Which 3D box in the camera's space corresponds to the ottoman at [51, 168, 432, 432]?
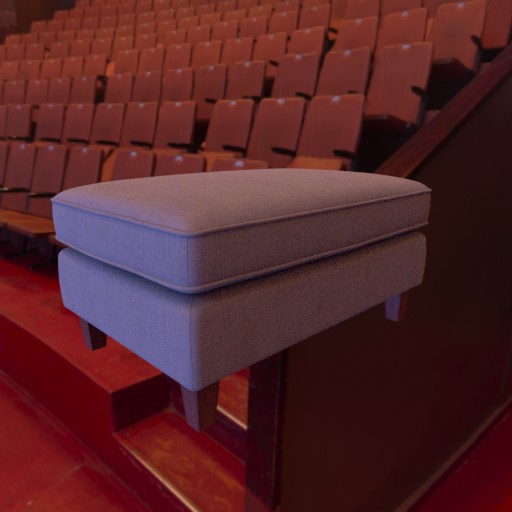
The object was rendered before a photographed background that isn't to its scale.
[{"bbox_3d":[0.000,0.000,1.298,0.941,0.480,0.636,-14,21,-42],"label":"ottoman"}]
